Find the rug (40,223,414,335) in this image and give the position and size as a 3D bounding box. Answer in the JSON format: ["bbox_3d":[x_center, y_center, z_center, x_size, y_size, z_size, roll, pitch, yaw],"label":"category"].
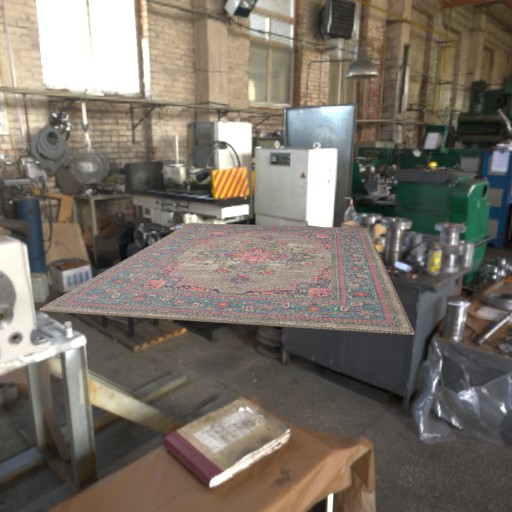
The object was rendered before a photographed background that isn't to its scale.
[{"bbox_3d":[0.000,0.000,2.909,1.609,0.013,2.214,2,15,9],"label":"rug"}]
